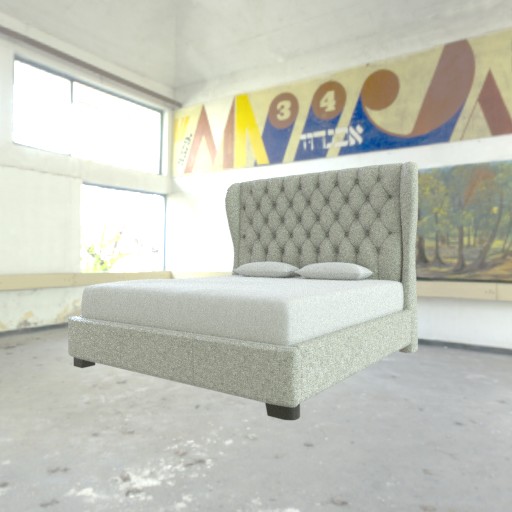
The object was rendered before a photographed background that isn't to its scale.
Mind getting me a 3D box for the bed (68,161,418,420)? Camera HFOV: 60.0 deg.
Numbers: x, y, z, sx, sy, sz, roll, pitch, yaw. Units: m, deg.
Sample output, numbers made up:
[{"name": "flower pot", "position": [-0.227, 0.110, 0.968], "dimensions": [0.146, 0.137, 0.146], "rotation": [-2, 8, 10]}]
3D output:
[{"name": "bed", "position": [0.000, 0.000, 3.903], "dimensions": [2.219, 1.771, 2.347], "rotation": [0, 0, 36]}]
